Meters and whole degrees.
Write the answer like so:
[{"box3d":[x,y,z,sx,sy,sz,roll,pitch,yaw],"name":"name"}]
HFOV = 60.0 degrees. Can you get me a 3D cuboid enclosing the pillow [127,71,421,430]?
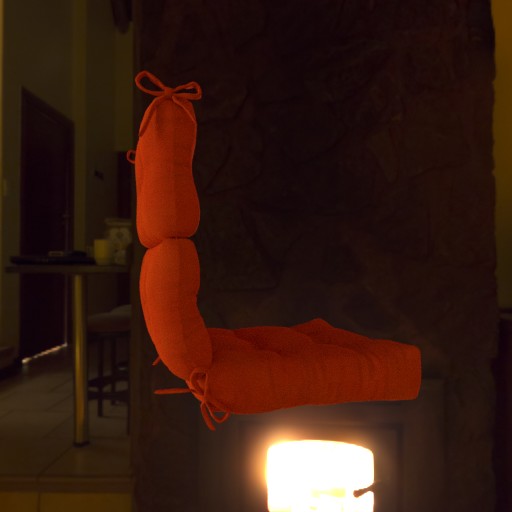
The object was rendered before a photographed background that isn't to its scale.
[{"box3d":[0.000,0.000,1.029,0.571,0.605,0.519,0,-1,-17],"name":"pillow"}]
